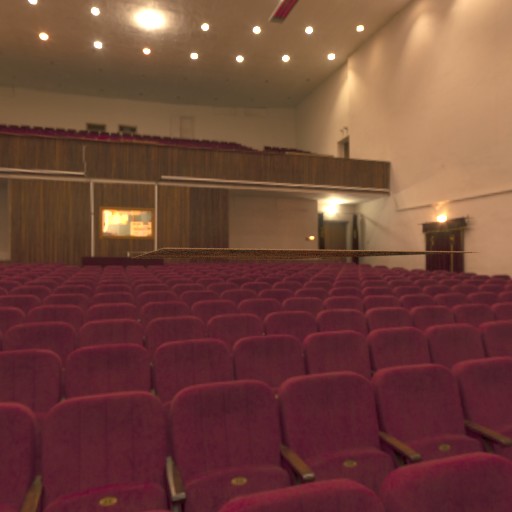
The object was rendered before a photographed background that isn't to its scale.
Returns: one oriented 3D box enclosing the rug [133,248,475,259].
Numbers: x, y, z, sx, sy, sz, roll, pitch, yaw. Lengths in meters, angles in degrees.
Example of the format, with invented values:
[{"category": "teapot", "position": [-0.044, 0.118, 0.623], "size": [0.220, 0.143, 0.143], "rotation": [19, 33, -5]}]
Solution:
[{"category": "rug", "position": [0.000, 0.000, 3.023], "size": [1.566, 0.004, 2.363], "rotation": [0, -1, -18]}]
